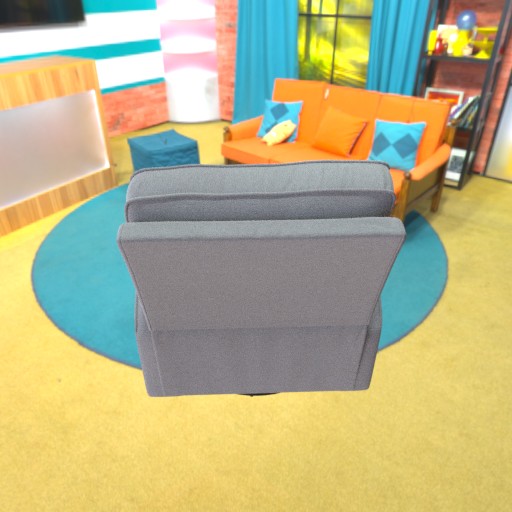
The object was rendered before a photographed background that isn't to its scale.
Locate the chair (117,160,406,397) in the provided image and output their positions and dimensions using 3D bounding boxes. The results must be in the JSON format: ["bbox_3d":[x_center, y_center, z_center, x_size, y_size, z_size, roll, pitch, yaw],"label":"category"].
[{"bbox_3d":[0.000,0.000,1.715,0.861,0.964,0.969,-1,32,-2],"label":"chair"}]
